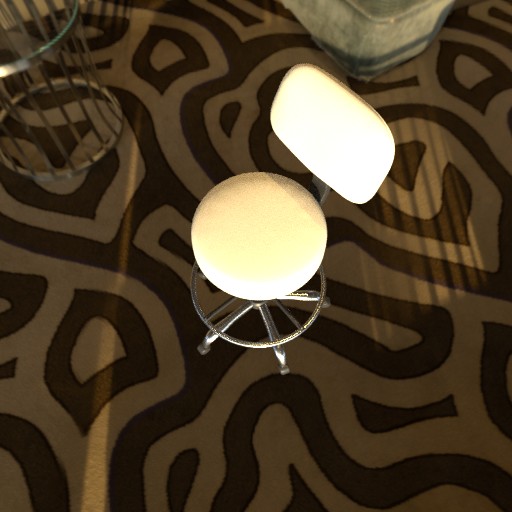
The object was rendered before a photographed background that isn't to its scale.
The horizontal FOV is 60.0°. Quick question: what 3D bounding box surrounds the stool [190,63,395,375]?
[{"bbox_3d":[0.000,0.000,1.492,0.616,1.080,0.609,-36,69,-16],"label":"stool"}]
